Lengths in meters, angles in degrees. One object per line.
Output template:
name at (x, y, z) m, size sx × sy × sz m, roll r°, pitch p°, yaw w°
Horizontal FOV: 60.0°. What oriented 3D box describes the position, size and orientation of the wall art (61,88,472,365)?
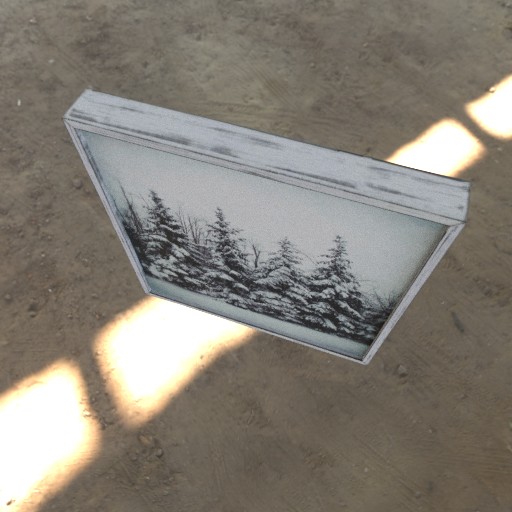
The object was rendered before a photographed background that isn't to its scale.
wall art at (0.000, 0.000, 0.453) m, size 0.303 × 0.303 × 0.036 m, roll 16°, pitch 60°, yaw 10°
